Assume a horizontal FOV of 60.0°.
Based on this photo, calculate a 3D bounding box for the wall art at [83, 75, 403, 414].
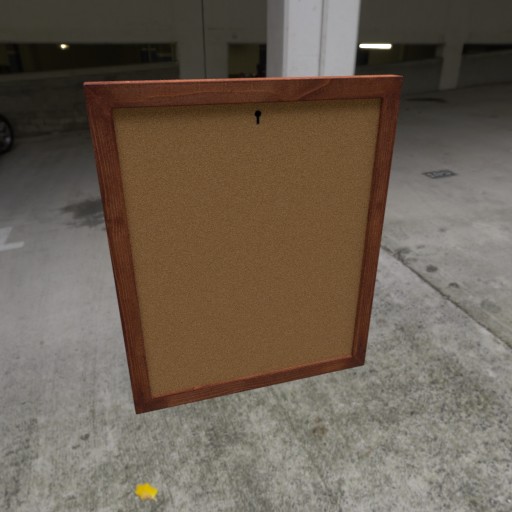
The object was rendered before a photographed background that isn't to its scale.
[{"bbox_3d":[0.000,0.000,0.750,0.462,0.558,0.030,-8,27,-15],"label":"wall art"}]
